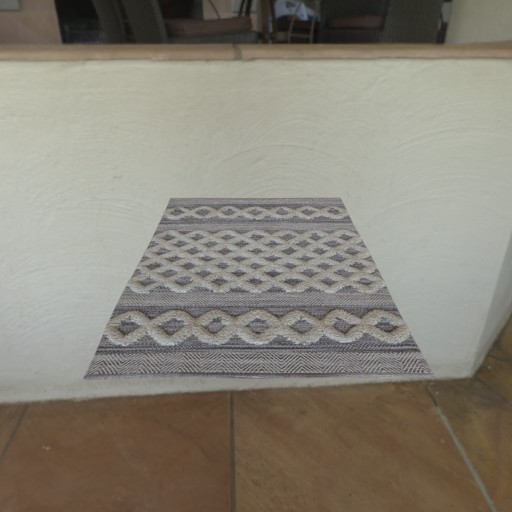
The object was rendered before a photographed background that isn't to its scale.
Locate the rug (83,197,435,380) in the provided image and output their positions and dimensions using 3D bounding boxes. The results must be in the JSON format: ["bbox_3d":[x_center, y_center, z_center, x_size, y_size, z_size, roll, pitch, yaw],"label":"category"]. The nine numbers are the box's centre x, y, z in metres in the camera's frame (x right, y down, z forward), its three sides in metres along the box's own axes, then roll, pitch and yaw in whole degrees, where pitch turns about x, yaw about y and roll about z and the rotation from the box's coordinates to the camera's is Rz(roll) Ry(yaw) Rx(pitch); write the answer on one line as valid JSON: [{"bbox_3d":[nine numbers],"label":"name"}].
[{"bbox_3d":[0.000,0.000,2.333,1.222,0.030,1.823,0,27,0],"label":"rug"}]
